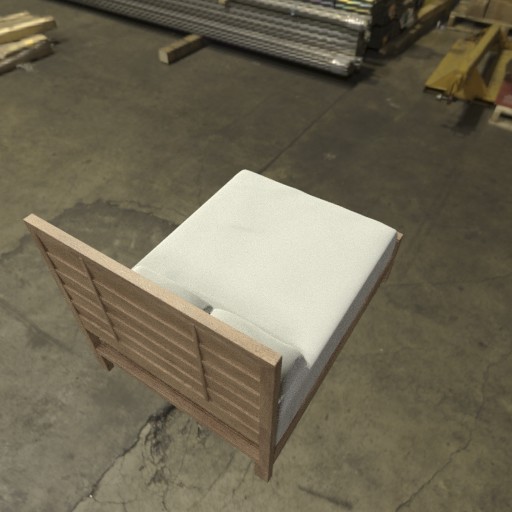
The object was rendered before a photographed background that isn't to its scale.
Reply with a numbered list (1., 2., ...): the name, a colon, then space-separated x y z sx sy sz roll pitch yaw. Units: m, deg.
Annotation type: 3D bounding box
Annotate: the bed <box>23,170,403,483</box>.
1. bed: 0.000 0.000 3.346 1.626 1.626 2.197 26 53 22
